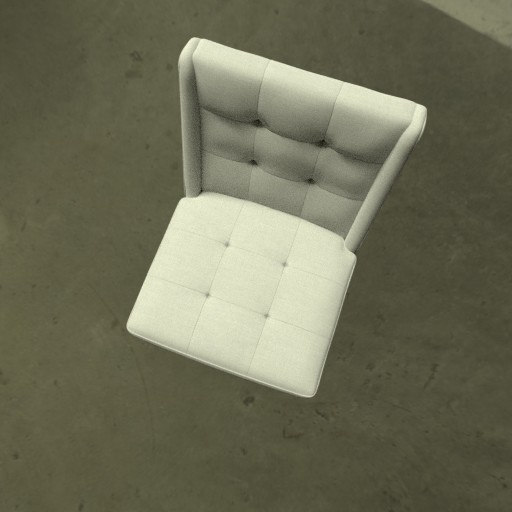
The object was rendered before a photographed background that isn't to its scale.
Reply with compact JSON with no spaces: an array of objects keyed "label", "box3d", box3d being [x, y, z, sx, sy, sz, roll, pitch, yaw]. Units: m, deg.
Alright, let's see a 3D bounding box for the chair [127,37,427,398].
[{"label":"chair","box3d":[0.000,0.000,1.291,0.569,0.853,0.676,19,76,5]}]
